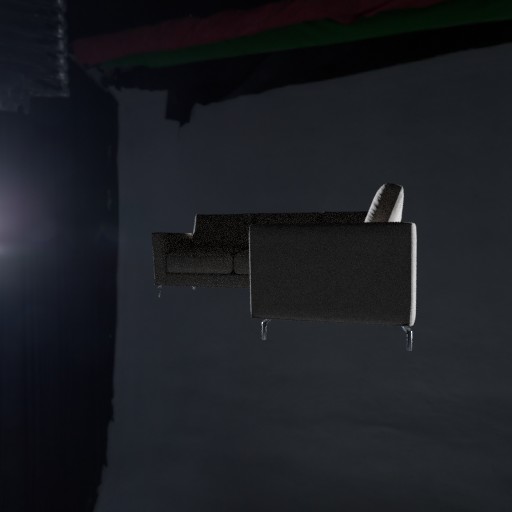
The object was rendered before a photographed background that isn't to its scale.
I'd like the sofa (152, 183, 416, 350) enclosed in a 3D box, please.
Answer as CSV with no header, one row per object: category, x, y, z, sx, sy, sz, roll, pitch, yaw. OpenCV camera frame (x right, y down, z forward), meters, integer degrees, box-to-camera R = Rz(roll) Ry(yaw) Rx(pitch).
sofa,0.000,0.000,3.685,2.438,0.864,2.438,1,2,18
